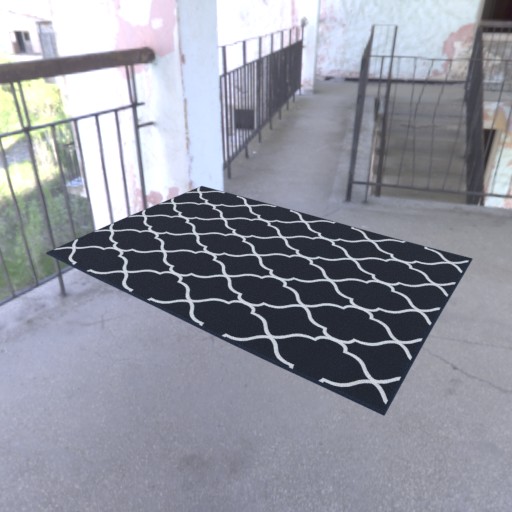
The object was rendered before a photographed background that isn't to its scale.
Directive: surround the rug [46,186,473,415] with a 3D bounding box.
[{"bbox_3d":[0.000,0.000,2.841,2.290,0.014,1.526,19,34,30],"label":"rug"}]
